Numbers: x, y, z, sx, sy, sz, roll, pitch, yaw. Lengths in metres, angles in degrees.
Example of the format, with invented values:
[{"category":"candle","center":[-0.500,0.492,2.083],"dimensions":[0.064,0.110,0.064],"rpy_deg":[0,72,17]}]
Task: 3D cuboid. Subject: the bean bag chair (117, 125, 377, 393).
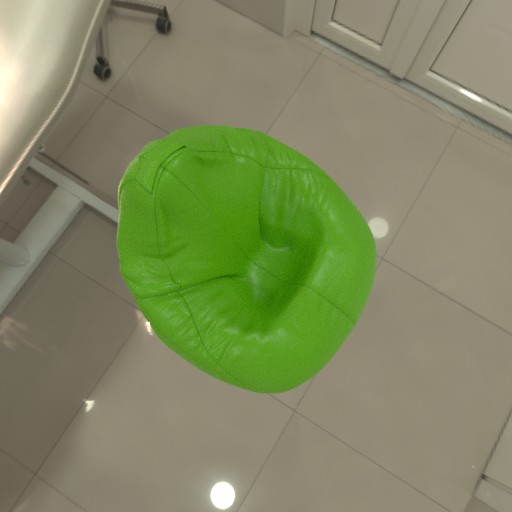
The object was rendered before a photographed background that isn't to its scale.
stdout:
[{"category":"bean bag chair","center":[0.000,0.000,1.885],"dimensions":[1.070,0.990,1.070],"rpy_deg":[31,79,7]}]
